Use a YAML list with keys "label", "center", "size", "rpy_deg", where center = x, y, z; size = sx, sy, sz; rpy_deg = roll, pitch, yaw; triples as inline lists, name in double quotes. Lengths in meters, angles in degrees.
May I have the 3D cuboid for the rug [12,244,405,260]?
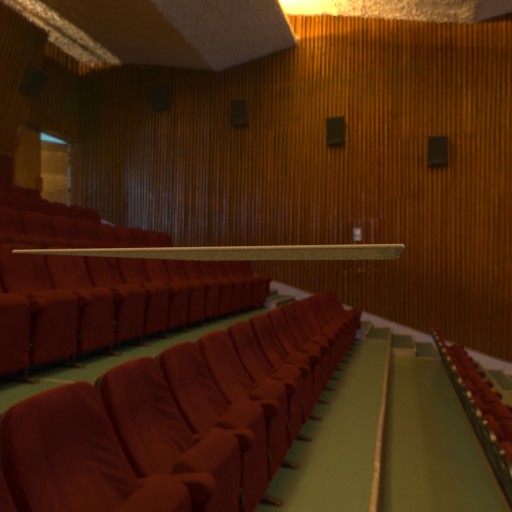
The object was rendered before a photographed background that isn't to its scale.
- label: "rug"
  center: [0.000, 0.000, 3.928]
  size: [2.430, 0.018, 2.976]
  rpy_deg: [0, -2, 17]
